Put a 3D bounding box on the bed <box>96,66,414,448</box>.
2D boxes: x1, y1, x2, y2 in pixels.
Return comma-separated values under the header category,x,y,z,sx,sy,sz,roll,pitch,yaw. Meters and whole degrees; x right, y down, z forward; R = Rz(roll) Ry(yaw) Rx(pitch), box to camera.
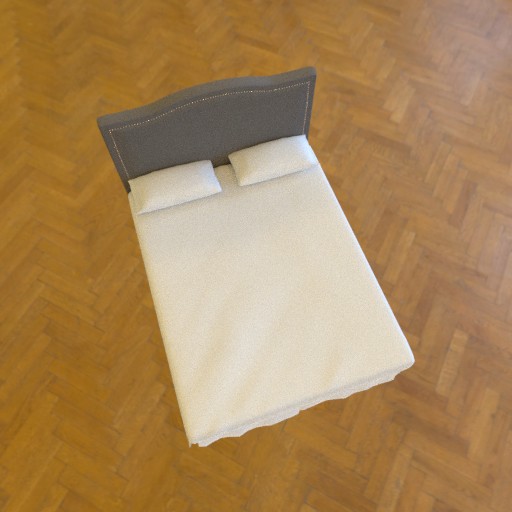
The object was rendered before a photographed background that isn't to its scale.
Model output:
category,x,y,z,sx,sy,sz,roll,pitch,yaw
bed,0.000,0.000,3.420,1.821,1.436,2.282,-17,65,-8
